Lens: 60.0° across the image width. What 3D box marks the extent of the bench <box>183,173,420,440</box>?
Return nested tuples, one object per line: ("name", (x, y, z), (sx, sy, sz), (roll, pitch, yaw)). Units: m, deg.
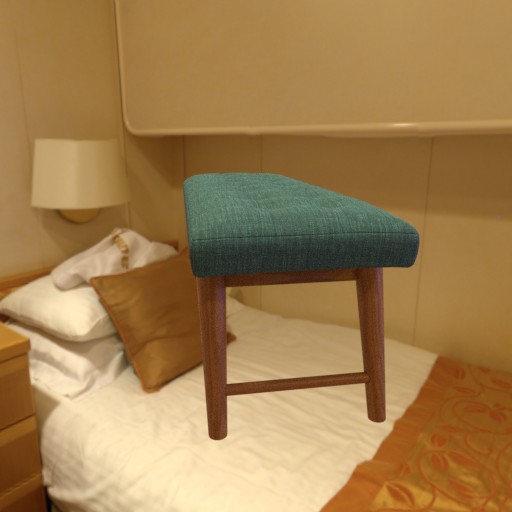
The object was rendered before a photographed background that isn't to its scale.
("bench", (0.000, 0.000, 1.319), (0.406, 0.432, 1.118), (-2, 15, -9))
